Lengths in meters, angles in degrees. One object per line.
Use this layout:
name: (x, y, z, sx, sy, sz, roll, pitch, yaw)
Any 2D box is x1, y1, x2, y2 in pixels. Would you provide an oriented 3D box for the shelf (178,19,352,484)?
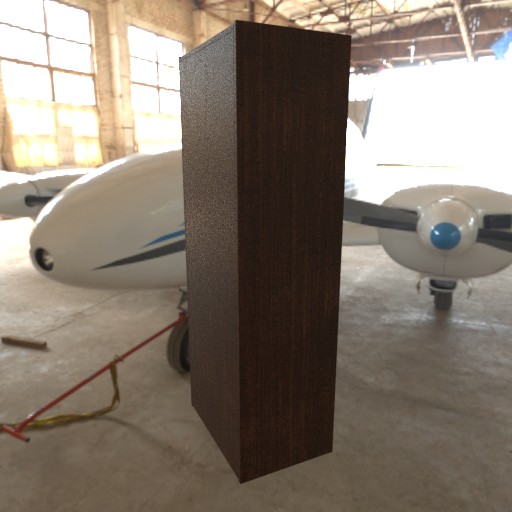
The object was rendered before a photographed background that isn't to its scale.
shelf: (0.000, 0.000, 1.263, 0.290, 1.099, 0.415, -6, 15, -25)
